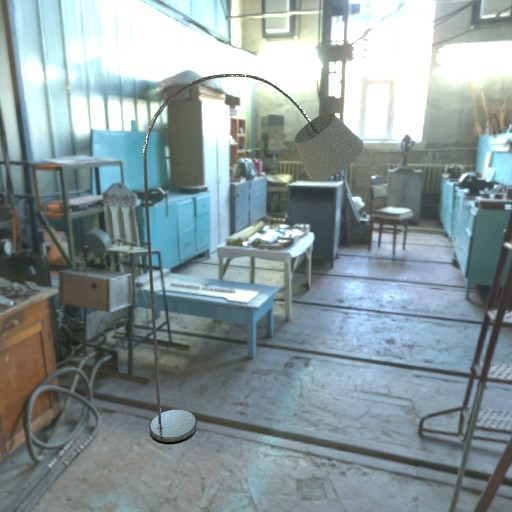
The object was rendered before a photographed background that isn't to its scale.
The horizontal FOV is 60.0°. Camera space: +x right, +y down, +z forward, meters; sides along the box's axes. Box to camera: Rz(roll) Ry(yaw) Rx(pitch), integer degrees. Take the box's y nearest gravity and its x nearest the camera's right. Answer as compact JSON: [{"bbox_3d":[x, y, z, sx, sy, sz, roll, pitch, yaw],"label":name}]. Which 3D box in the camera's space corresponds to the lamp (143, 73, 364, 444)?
[{"bbox_3d":[0.000,0.000,2.747,1.445,2.098,0.406,-7,17,-26],"label":"lamp"}]
